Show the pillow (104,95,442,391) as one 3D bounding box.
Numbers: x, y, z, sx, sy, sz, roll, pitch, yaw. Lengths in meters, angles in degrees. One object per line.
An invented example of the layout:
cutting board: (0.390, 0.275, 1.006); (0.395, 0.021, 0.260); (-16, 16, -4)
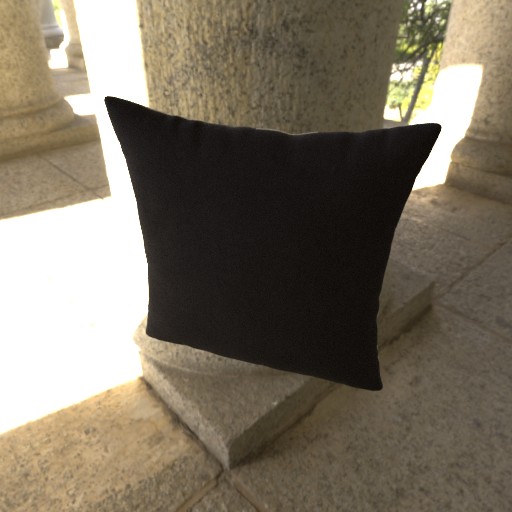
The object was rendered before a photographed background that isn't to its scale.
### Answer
pillow: (0.000, 0.000, 0.778); (0.511, 0.509, 0.161); (10, 34, 15)
